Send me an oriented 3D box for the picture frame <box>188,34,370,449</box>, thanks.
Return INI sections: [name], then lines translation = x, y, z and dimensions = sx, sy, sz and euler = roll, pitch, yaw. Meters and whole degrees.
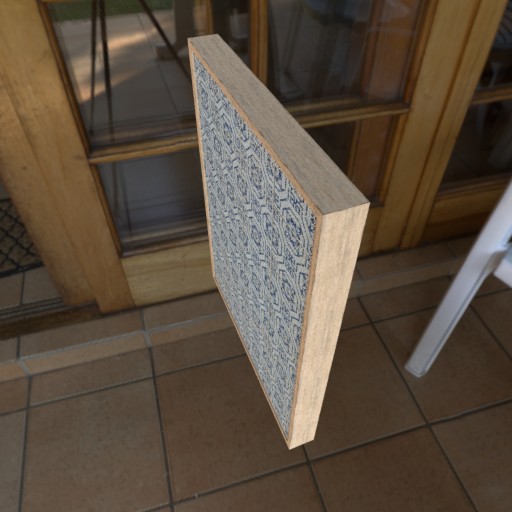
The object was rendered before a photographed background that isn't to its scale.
[picture frame]
translation = 0.000, 0.000, 0.705
dimensions = 0.046, 0.526, 0.421
euler = -16, 48, -15
